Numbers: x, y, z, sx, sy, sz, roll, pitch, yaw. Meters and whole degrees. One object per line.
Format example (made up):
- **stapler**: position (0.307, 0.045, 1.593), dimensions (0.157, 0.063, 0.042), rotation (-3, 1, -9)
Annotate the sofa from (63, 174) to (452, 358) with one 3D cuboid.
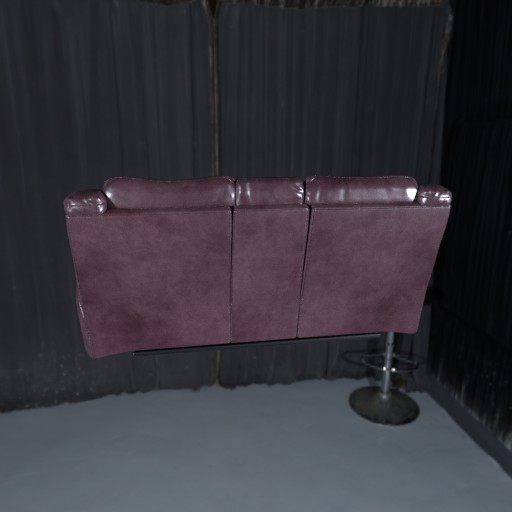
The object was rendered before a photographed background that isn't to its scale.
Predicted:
- **sofa**: position (0.000, 0.000, 2.721), dimensions (2.058, 1.043, 0.991), rotation (-3, 15, -10)
